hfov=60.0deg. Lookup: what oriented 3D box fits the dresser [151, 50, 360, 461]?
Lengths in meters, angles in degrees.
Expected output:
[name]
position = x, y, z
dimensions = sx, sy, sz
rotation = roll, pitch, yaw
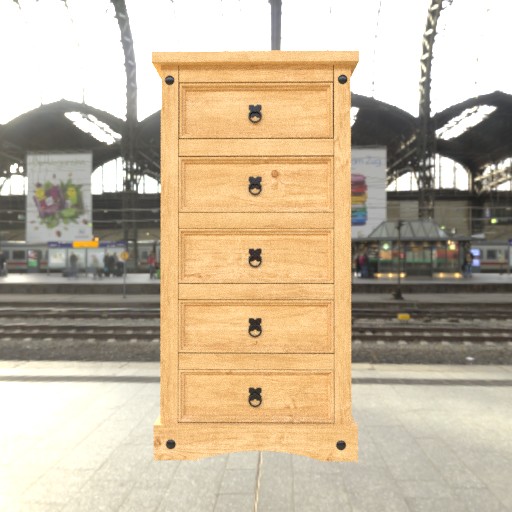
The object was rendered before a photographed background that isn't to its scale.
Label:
[dresser]
position = 0.000, 0.000, 1.316
dimensions = 0.531, 1.041, 0.390
rotation = 0, 0, 1
